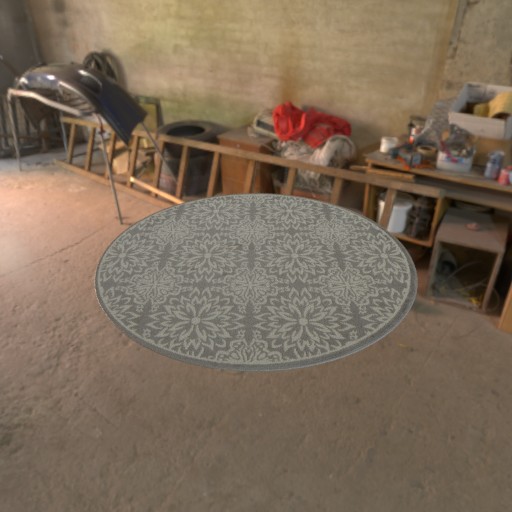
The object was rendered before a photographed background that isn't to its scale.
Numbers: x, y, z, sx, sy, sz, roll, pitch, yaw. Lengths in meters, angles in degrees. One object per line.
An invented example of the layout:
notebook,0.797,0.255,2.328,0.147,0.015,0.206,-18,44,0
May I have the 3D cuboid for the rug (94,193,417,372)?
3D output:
rug,0.000,0.000,2.288,1.593,0.012,1.593,0,32,0
